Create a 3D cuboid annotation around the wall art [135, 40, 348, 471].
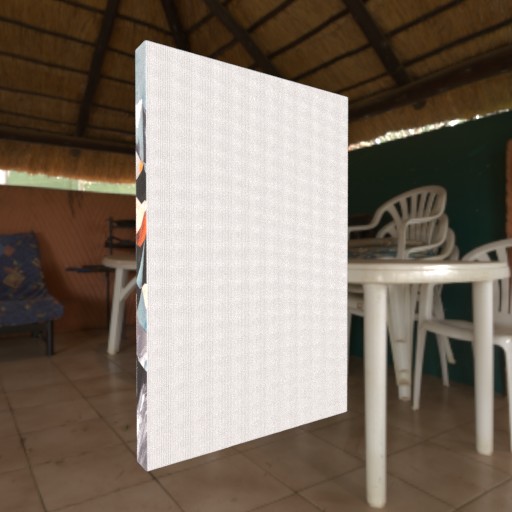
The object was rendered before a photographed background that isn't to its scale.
[{"bbox_3d":[0.000,0.000,1.131,0.609,0.911,0.061,-1,1,-35],"label":"wall art"}]
